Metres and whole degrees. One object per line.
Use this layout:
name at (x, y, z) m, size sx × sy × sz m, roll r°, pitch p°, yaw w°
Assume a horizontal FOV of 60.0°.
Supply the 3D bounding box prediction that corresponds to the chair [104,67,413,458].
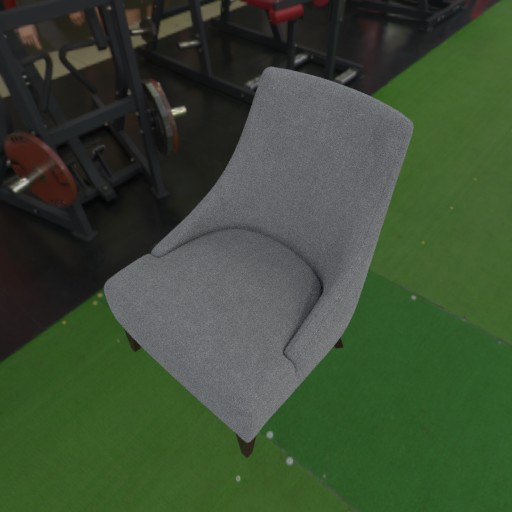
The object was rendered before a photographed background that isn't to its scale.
chair at (0.000, 0.000, 1.498) m, size 0.701 × 0.909 × 0.861 m, roll 33°, pitch 55°, yaw 27°
